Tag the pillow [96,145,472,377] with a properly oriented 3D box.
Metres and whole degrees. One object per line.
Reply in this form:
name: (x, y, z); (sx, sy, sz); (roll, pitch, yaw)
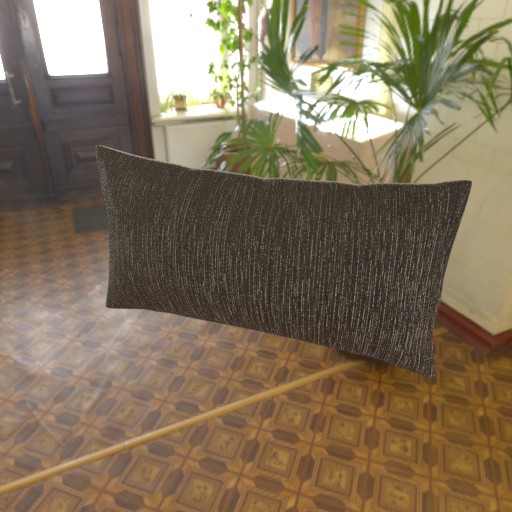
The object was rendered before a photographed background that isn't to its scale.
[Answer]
pillow: (0.000, 0.000, 0.733); (0.608, 0.305, 0.156); (9, 29, 16)
